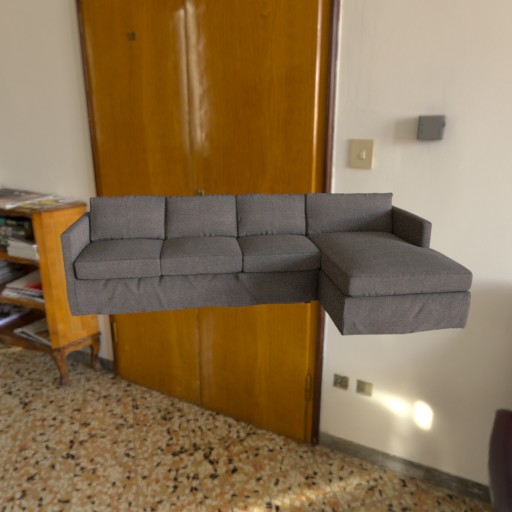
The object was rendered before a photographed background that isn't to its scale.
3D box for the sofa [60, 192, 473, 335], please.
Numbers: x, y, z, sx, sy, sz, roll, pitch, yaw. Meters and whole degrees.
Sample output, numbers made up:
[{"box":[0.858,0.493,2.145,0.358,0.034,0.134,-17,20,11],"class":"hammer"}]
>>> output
[{"box":[0.000,0.000,3.912,3.205,0.922,1.650,-2,17,-7],"class":"sofa"}]
